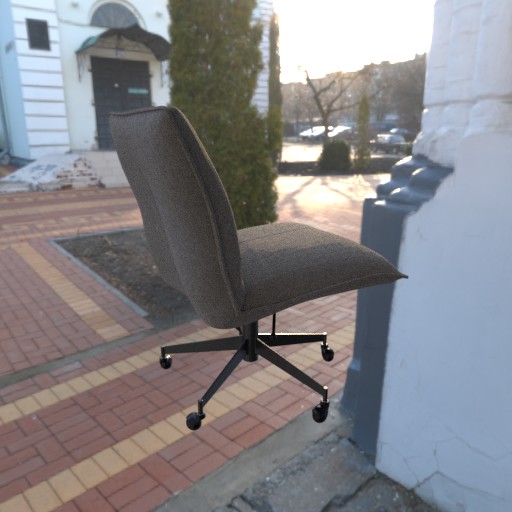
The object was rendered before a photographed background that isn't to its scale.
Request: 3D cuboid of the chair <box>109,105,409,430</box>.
[{"bbox_3d":[0.000,0.000,1.297,0.696,0.811,0.597,-8,18,-26],"label":"chair"}]
